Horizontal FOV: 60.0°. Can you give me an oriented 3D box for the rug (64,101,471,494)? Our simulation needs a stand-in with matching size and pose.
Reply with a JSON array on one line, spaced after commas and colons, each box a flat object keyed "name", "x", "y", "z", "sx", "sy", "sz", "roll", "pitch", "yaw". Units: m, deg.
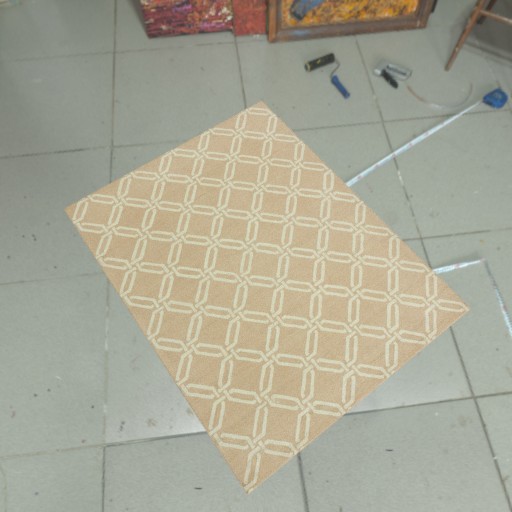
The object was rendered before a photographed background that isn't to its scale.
[{"name": "rug", "x": 0.000, "y": 0.000, "z": 3.882, "sx": 2.288, "sy": 0.018, "sz": 2.895, "roll": -33, "pitch": 68, "yaw": -15}]
